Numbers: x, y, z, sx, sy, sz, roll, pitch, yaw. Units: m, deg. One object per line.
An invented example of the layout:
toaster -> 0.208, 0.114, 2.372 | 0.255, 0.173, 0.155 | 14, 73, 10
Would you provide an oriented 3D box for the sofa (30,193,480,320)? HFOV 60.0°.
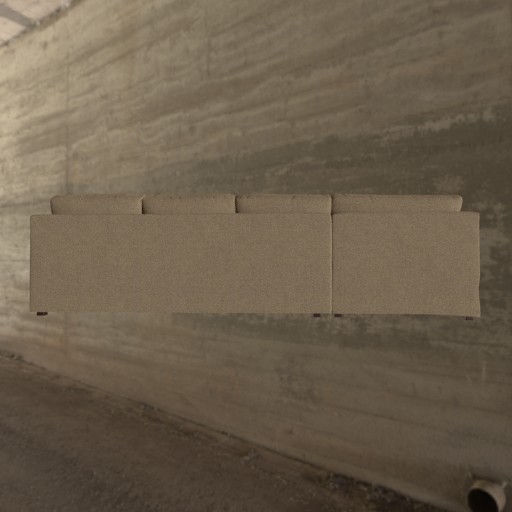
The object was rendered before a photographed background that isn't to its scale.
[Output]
sofa -> 0.000, 0.000, 3.910 | 3.198, 0.920, 1.638 | 0, -1, 3
